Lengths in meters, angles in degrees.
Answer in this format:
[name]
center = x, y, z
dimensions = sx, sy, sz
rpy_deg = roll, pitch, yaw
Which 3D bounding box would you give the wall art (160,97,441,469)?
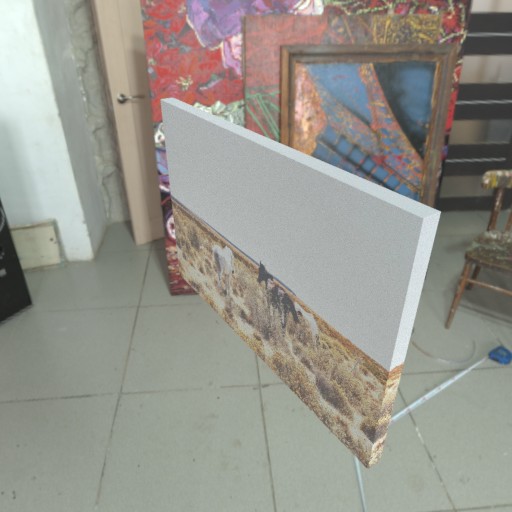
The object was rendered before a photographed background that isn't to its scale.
[wall art]
center = 0.000, 0.000, 1.409
dimensions = 0.051, 0.761, 1.138
rpy_deg = -20, 37, -29
